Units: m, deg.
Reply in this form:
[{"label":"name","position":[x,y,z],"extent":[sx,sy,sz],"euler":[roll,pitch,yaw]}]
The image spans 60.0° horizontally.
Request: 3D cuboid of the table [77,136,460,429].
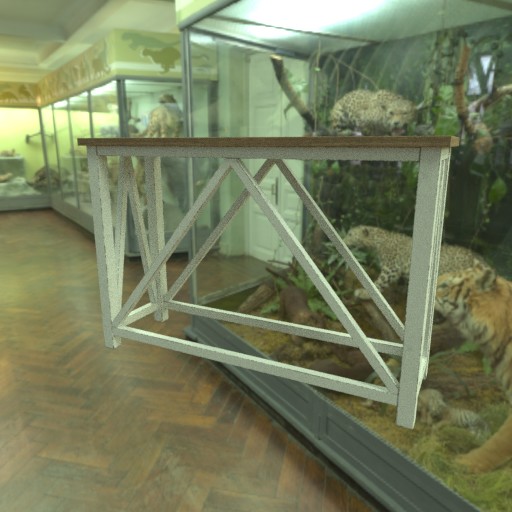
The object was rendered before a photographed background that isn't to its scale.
[{"label":"table","position":[0.000,0.000,1.805],"extent":[1.400,0.930,0.450],"euler":[7,16,26]}]
